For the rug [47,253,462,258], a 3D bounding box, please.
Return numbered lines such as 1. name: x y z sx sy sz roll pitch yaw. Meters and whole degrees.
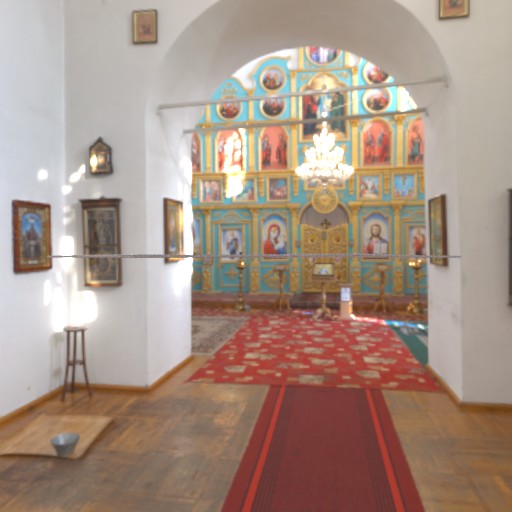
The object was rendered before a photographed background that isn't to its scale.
1. rug: 0.000 0.000 2.989 2.307 0.030 1.604 0 0 -36
